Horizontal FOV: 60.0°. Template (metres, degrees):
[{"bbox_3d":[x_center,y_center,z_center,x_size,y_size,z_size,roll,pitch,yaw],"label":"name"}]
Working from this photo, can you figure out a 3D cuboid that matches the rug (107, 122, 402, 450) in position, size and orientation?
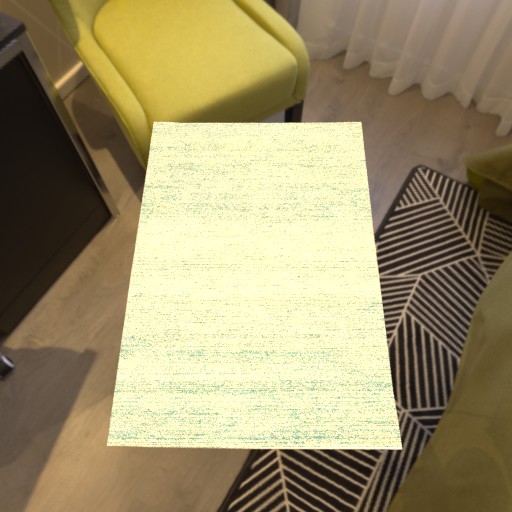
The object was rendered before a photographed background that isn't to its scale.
[{"bbox_3d":[0.000,0.000,2.885,1.593,0.029,2.305,1,64,0],"label":"rug"}]
